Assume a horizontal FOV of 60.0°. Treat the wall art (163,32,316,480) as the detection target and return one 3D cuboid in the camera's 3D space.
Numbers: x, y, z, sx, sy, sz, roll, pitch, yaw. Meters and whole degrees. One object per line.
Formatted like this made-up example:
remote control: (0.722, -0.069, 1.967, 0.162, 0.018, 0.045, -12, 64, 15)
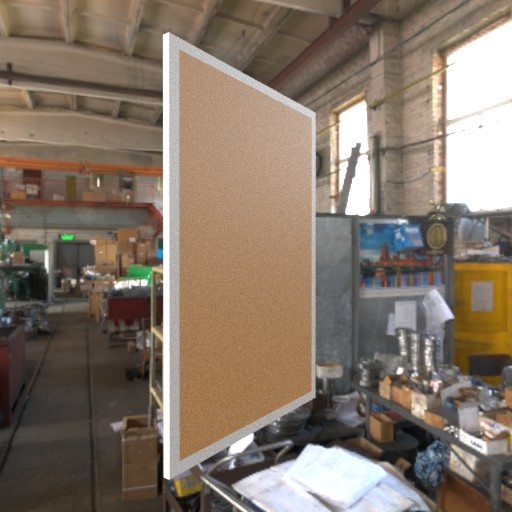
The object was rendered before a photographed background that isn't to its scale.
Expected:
wall art: (0.000, 0.000, 0.839, 0.013, 0.656, 0.456, 0, 0, 35)
